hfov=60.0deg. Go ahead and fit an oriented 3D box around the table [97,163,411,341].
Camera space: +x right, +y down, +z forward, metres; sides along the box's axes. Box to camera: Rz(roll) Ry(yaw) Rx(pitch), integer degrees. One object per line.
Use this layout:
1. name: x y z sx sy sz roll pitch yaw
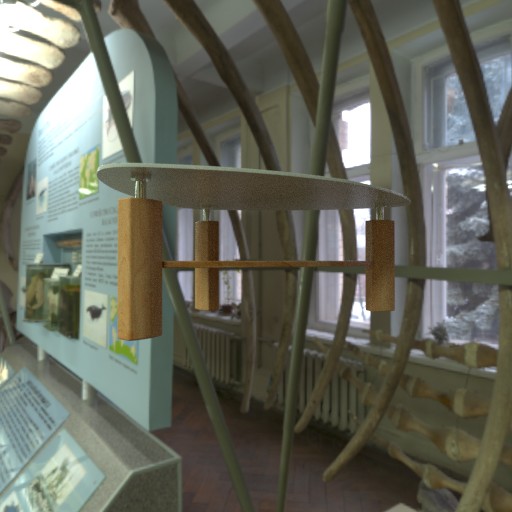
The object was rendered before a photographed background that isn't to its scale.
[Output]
1. table: 0.000 0.000 1.626 1.250 0.440 0.850 0 -1 -37
